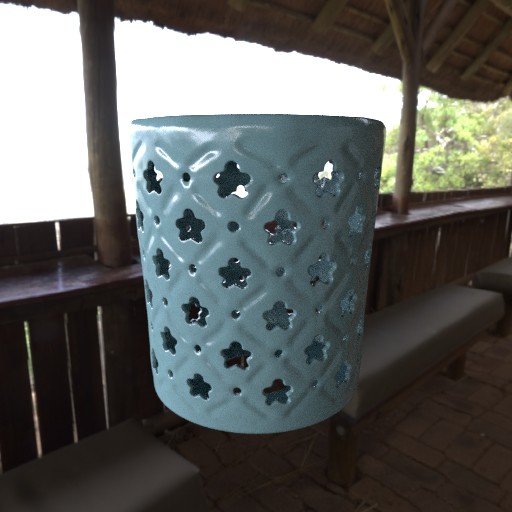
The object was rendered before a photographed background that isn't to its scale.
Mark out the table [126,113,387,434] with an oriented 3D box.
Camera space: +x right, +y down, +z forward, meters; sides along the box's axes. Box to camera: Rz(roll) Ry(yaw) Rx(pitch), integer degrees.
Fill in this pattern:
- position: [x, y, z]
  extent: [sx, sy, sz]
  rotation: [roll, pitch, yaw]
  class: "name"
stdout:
- position: [0.000, 0.000, 0.660]
  extent: [0.352, 0.387, 0.352]
  rotation: [0, 14, 0]
  class: "table"
